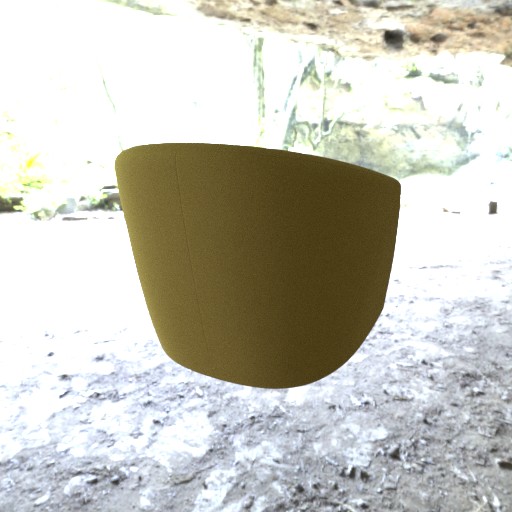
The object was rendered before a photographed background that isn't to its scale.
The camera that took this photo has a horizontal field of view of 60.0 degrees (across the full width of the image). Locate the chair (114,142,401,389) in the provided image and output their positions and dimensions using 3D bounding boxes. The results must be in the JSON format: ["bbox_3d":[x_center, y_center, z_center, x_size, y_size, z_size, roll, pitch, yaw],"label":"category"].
[{"bbox_3d":[0.000,0.000,1.392,0.773,0.698,0.767,8,17,27],"label":"chair"}]
